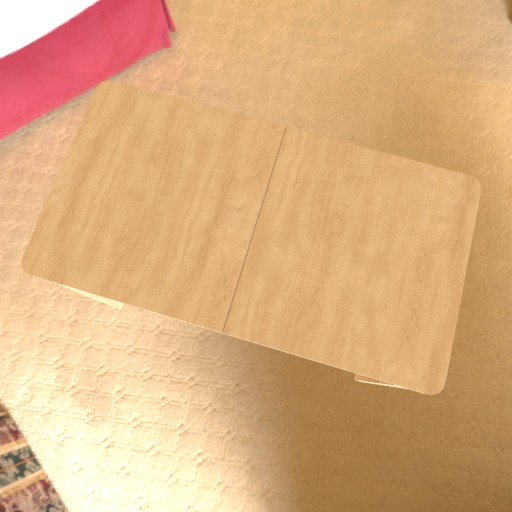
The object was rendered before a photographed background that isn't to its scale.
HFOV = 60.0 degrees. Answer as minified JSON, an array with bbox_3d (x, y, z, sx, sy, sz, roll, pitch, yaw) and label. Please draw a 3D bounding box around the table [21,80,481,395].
[{"bbox_3d":[0.000,0.000,1.914,1.400,0.900,0.750,16,77,4],"label":"table"}]
